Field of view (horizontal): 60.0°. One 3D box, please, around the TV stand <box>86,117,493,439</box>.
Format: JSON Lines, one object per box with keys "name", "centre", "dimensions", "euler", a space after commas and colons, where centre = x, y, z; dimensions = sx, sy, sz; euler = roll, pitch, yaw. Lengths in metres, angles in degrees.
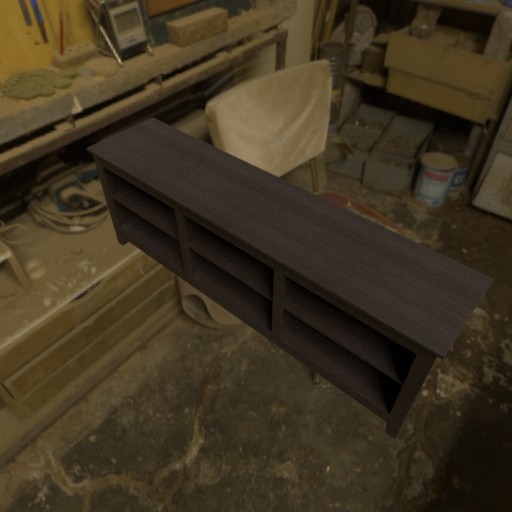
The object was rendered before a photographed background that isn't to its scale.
{"name": "TV stand", "centre": [0.000, 0.000, 2.022], "dimensions": [1.778, 0.610, 0.406], "euler": [31, 52, 28]}
